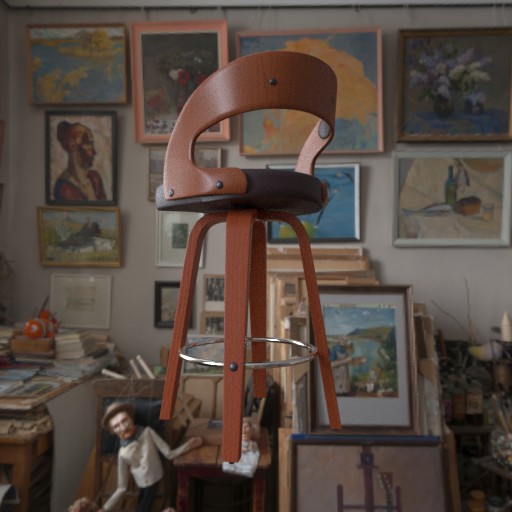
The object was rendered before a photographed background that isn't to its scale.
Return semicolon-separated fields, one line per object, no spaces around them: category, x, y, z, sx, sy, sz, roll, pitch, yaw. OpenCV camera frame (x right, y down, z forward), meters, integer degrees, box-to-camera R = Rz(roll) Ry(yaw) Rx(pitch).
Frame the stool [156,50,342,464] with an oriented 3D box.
stool;0.000;0.000;1.217;0.457;0.940;0.457;1;-1;-36
